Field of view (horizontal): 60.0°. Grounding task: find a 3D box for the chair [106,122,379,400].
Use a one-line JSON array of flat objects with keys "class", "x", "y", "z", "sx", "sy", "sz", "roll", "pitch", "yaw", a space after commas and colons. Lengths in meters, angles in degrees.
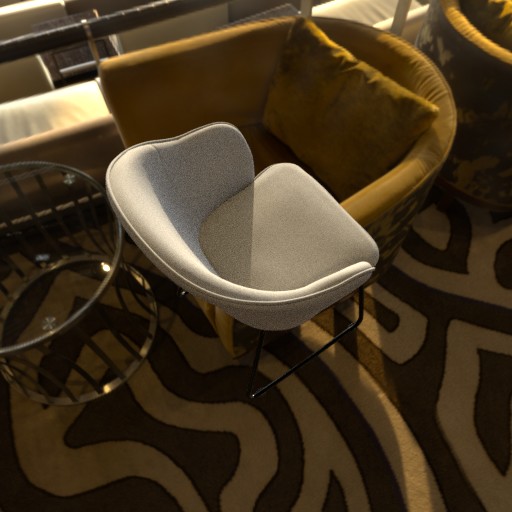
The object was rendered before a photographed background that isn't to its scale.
[{"class": "chair", "x": 0.000, "y": 0.000, "z": 1.233, "sx": 0.592, "sy": 0.817, "sz": 0.570, "roll": -32, "pitch": 64, "yaw": -17}]
